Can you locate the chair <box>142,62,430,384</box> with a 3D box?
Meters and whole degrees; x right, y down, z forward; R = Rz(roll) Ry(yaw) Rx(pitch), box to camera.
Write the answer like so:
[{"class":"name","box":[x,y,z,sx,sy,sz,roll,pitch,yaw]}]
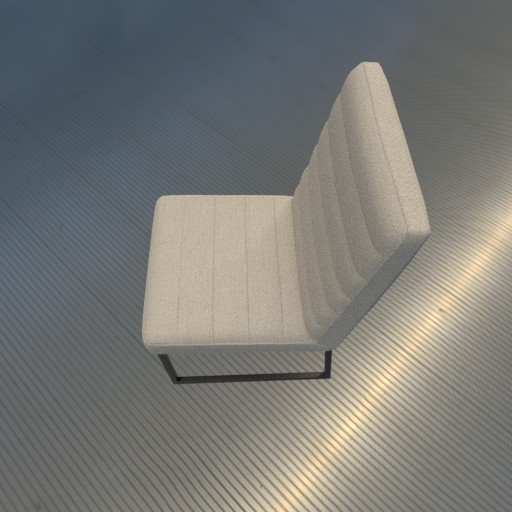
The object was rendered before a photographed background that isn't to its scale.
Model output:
[{"class":"chair","box":[0.000,0.000,1.297,0.634,0.930,0.520,-2,58,-1]}]
